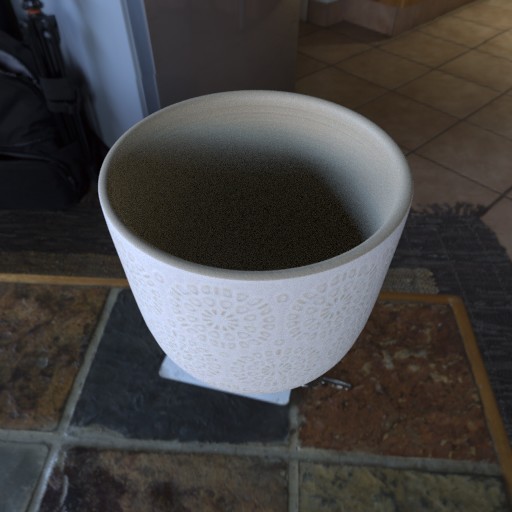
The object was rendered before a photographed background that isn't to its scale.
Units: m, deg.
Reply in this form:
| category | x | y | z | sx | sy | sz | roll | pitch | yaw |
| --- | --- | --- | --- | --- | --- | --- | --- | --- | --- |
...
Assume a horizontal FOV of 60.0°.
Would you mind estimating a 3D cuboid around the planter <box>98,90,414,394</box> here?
| category | x | y | z | sx | sy | sz | roll | pitch | yaw |
| --- | --- | --- | --- | --- | --- | --- | --- | --- | --- |
| planter | 0.000 | 0.000 | 0.300 | 0.170 | 0.152 | 0.170 | 0 | 47 | 0 |
